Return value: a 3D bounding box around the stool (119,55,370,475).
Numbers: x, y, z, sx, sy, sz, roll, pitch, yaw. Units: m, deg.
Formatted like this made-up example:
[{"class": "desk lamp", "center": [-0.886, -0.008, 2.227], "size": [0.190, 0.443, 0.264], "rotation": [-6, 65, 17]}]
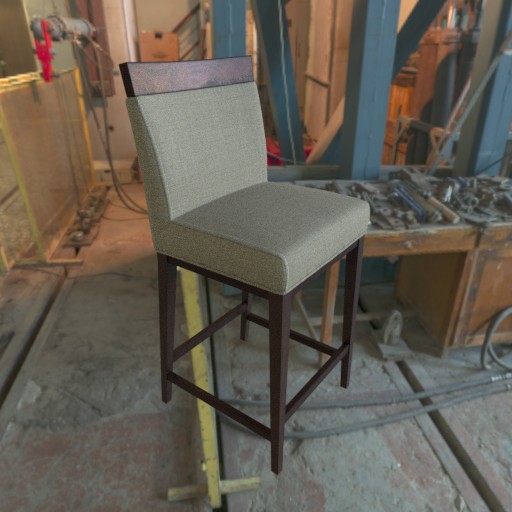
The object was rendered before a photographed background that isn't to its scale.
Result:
[{"class": "stool", "center": [0.000, 0.000, 1.251], "size": [0.480, 1.011, 0.463], "rotation": [18, 32, 32]}]
